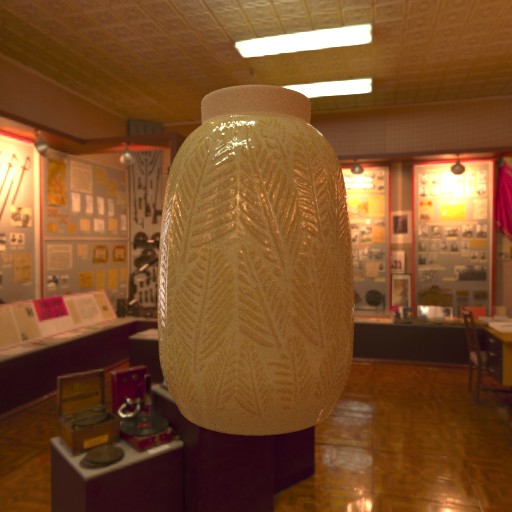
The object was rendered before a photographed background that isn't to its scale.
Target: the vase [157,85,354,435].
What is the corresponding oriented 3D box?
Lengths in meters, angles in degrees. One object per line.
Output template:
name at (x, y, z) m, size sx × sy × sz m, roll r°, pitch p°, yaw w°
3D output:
vase at (0.000, 0.000, 0.396) m, size 0.172 × 0.270 × 0.172 m, roll 0°, pitch 1°, yaw 0°
